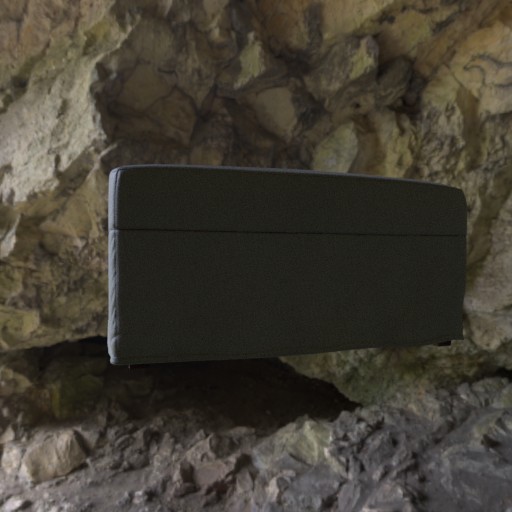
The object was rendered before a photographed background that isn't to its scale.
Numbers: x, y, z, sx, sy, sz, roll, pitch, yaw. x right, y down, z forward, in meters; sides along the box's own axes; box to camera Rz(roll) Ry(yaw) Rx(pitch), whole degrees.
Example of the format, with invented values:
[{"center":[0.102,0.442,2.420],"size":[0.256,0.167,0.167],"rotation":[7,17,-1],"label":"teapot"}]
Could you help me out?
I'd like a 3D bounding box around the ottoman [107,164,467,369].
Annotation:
[{"center":[0.000,0.000,1.327],"size":[0.842,0.441,0.843],"rotation":[0,0,-18],"label":"ottoman"}]
